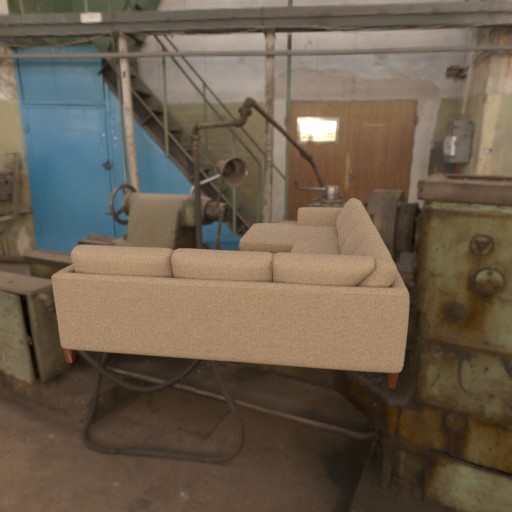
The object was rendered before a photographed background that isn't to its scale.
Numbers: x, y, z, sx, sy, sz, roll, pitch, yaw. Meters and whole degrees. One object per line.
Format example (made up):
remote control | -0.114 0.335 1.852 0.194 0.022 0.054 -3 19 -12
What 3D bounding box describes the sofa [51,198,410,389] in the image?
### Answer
sofa | 0.000 0.000 4.689 2.551 0.889 3.403 2 15 8
